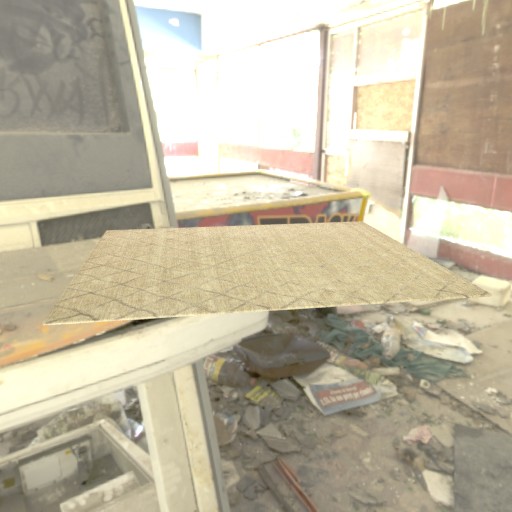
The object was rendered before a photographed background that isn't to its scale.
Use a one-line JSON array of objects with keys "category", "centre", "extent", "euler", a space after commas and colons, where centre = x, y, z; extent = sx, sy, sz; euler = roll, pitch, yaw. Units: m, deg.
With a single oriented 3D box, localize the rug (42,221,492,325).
[{"category": "rug", "centre": [0.000, 0.000, 4.085], "extent": [3.038, 0.019, 2.420], "euler": [-3, 17, -9]}]
